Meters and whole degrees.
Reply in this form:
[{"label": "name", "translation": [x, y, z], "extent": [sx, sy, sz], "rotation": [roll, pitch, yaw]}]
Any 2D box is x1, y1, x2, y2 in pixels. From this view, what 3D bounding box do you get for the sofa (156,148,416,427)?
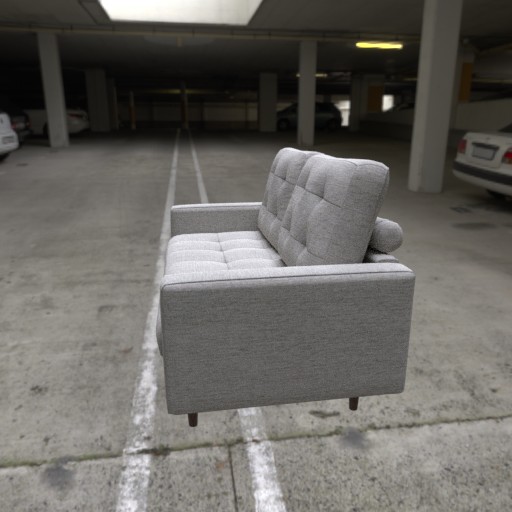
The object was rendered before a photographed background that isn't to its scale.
[{"label": "sofa", "translation": [0.000, 0.000, 2.000], "extent": [0.842, 0.907, 1.407], "rotation": [-3, 16, -9]}]
